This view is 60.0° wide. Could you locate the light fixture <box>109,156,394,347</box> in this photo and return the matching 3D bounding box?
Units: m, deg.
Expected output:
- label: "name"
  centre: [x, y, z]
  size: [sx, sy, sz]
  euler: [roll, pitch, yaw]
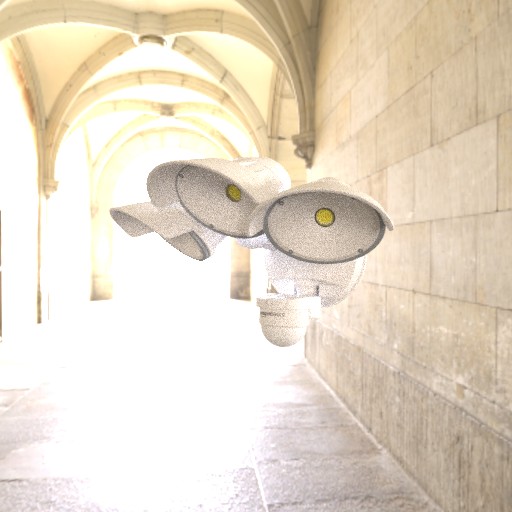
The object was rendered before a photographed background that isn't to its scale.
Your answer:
- label: "light fixture"
  centre: [0.000, 0.000, 0.529]
  size: [0.369, 0.237, 0.278]
  euler: [1, 1, 38]
